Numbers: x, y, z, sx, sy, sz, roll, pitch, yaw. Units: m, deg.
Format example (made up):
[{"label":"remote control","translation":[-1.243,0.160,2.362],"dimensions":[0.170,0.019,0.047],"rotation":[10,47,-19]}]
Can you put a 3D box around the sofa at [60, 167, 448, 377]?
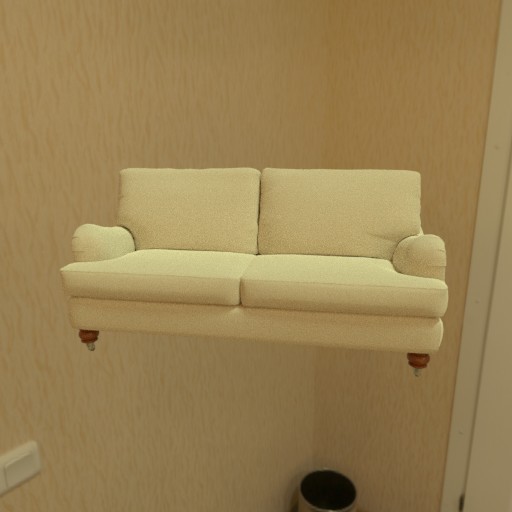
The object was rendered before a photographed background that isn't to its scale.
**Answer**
[{"label":"sofa","translation":[0.000,0.000,2.845],"dimensions":[2.159,1.087,1.086],"rotation":[2,14,9]}]
